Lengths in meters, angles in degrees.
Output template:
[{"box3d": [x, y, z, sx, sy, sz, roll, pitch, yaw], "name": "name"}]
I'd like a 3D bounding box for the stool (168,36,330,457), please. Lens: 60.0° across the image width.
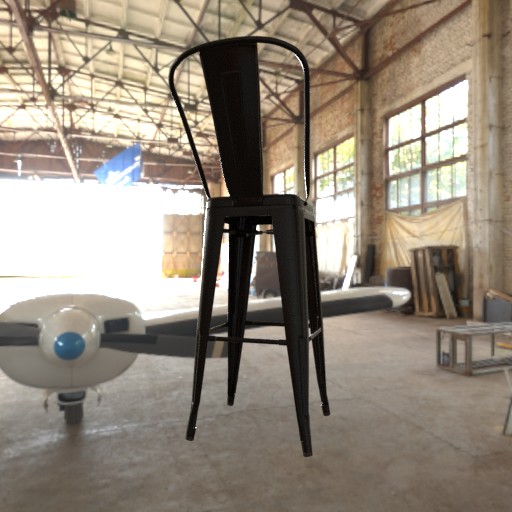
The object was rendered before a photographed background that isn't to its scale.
[{"box3d": [0.000, 0.000, 1.354, 0.399, 1.096, 0.513, 0, -1, 18], "name": "stool"}]
